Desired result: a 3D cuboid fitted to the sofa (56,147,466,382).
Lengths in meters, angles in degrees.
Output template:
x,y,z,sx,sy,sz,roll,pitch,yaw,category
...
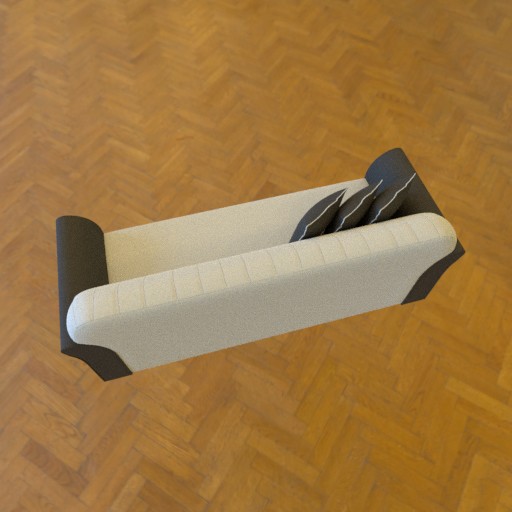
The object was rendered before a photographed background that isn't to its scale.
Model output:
x,y,z,sx,sy,sz,roll,pitch,yaw,category
0.000,0.000,2.458,2.001,0.787,0.755,-13,59,-8,sofa
